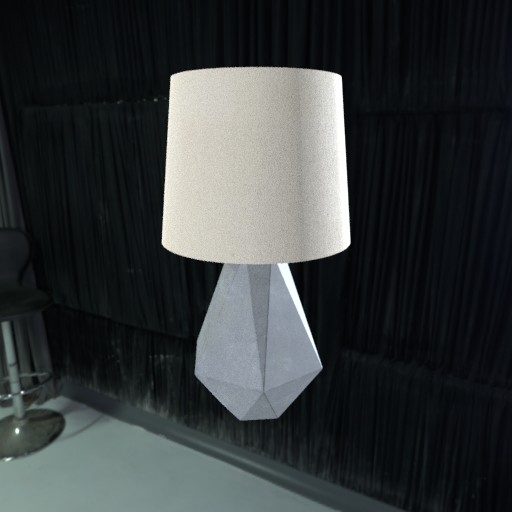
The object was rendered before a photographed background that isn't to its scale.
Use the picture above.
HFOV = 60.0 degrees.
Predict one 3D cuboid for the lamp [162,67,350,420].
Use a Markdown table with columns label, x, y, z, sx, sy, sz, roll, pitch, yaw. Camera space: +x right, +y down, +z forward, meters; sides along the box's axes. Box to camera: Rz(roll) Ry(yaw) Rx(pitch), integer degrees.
| label | x | y | z | sx | sy | sz | roll | pitch | yaw |
| --- | --- | --- | --- | --- | --- | --- | --- | --- | --- |
| lamp | 0.000 | 0.000 | 0.671 | 0.276 | 0.501 | 0.276 | 0 | 16 | 0 |
